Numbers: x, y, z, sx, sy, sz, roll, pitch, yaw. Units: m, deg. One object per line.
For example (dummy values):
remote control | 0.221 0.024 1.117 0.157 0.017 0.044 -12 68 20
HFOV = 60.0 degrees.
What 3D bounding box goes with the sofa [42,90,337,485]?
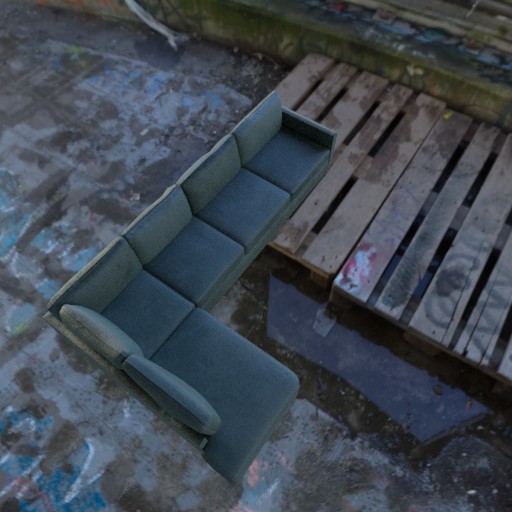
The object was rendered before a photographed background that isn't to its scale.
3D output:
sofa | 0.000 0.000 4.287 2.048 0.996 3.384 32 64 18
